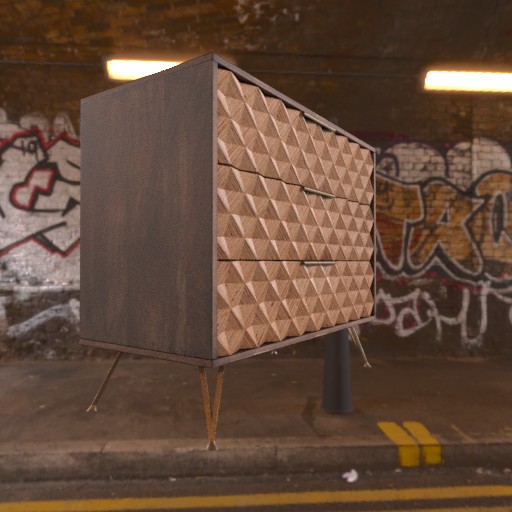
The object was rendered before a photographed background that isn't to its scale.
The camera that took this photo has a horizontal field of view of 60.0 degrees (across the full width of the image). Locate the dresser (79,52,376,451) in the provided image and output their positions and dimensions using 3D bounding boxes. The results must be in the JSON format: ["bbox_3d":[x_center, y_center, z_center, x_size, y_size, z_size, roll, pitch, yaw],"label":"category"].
[{"bbox_3d":[0.000,0.000,1.382,0.453,0.801,0.923,-1,-1,35],"label":"dresser"}]
